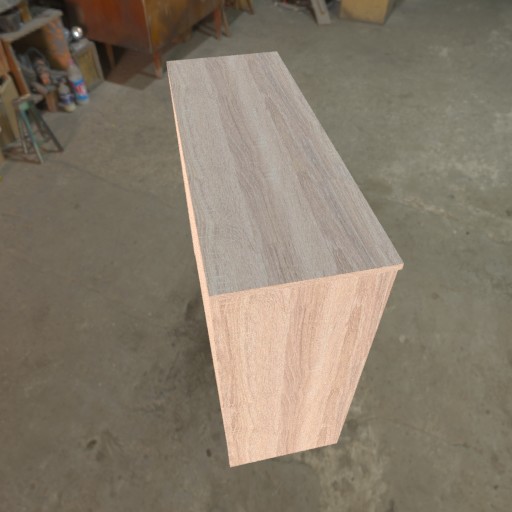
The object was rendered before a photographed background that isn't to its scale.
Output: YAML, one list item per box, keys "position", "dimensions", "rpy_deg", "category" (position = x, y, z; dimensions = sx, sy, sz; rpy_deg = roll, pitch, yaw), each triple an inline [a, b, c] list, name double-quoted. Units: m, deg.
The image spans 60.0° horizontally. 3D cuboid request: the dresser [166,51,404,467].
- position: [0.000, 0.000, 1.457]
  dimensions: [0.380, 0.900, 0.980]
  rpy_deg: [-9, 47, -8]
  category: "dresser"
